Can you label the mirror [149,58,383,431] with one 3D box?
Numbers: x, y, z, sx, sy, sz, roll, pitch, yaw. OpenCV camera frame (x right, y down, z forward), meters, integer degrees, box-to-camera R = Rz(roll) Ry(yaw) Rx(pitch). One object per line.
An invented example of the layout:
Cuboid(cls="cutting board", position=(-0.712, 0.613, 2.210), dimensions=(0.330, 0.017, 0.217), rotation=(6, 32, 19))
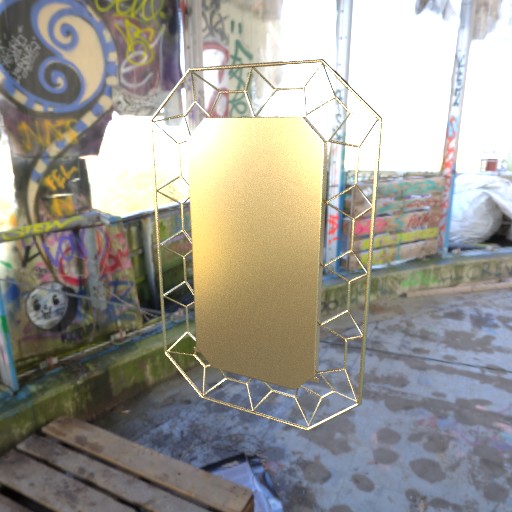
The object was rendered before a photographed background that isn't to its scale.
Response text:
Cuboid(cls="mirror", position=(0.000, 0.000, 1.089), dimensions=(0.572, 0.870, 0.051), rotation=(8, 18, 25))
